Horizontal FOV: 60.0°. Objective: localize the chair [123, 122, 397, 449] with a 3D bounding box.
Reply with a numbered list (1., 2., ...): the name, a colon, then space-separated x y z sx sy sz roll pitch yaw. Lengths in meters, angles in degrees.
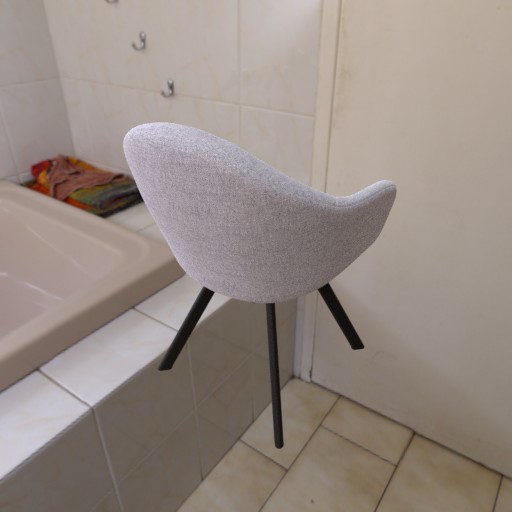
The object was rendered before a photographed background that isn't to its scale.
1. chair: 0.000 0.000 1.173 0.540 0.780 0.570 21 37 32
